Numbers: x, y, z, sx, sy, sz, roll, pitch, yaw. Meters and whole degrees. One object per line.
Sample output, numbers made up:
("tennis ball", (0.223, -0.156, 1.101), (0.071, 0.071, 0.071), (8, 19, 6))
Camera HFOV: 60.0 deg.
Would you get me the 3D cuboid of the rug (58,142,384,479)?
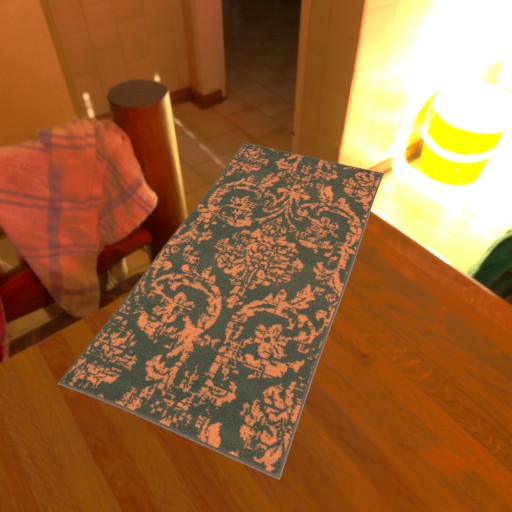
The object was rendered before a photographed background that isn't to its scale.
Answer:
("rug", (0.000, 0.000, 1.441), (0.604, 0.007, 1.219), (16, 49, 15))
